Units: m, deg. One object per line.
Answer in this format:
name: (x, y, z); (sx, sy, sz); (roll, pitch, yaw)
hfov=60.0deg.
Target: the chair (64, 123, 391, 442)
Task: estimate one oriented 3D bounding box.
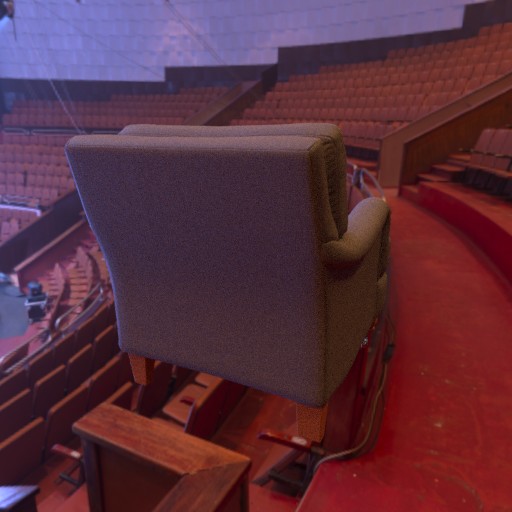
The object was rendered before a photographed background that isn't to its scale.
chair: (0.000, 0.000, 1.824); (0.955, 1.038, 1.070); (8, 18, 26)
